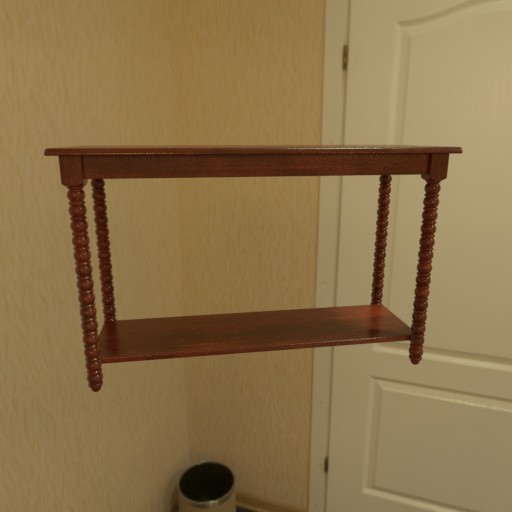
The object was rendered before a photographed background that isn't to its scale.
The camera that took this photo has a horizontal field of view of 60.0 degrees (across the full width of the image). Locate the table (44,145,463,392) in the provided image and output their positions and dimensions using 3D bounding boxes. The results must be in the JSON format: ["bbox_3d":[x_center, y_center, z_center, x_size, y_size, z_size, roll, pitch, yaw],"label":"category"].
[{"bbox_3d":[0.000,0.000,1.538,1.184,0.740,0.459,-2,15,-9],"label":"table"}]
